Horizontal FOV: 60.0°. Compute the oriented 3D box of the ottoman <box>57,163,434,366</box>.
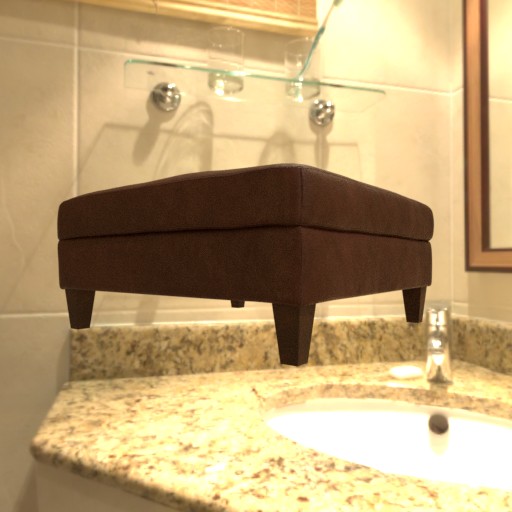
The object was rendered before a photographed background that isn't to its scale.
[{"bbox_3d":[0.000,0.000,1.335,0.844,0.415,0.836,0,-1,37],"label":"ottoman"}]
